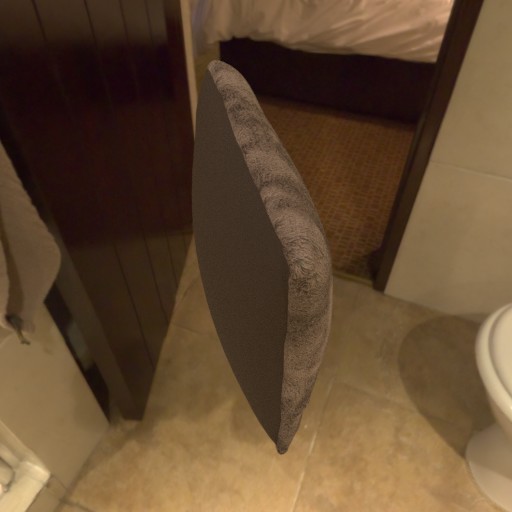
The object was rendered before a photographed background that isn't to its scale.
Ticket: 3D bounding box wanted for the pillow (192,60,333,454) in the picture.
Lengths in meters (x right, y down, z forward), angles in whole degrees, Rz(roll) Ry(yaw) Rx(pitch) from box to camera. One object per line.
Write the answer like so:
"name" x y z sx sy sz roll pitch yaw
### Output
"pillow" 0.000 0.000 0.787 0.204 0.520 0.522 -11 48 -10
